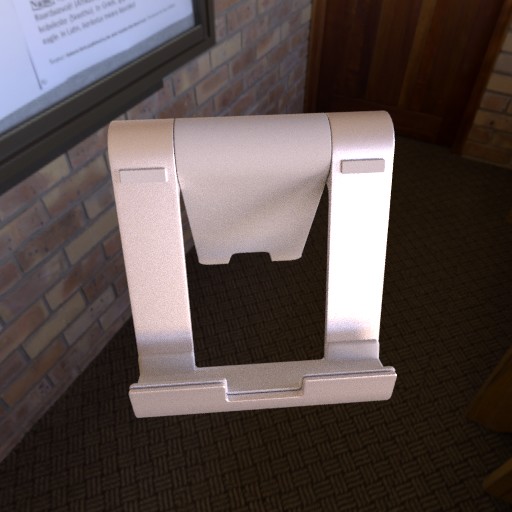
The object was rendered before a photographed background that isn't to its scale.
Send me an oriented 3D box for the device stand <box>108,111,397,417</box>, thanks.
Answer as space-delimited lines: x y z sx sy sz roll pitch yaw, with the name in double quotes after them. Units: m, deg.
0.000 0.000 0.154 0.086 0.084 0.079 -3 46 -3 "device stand"
